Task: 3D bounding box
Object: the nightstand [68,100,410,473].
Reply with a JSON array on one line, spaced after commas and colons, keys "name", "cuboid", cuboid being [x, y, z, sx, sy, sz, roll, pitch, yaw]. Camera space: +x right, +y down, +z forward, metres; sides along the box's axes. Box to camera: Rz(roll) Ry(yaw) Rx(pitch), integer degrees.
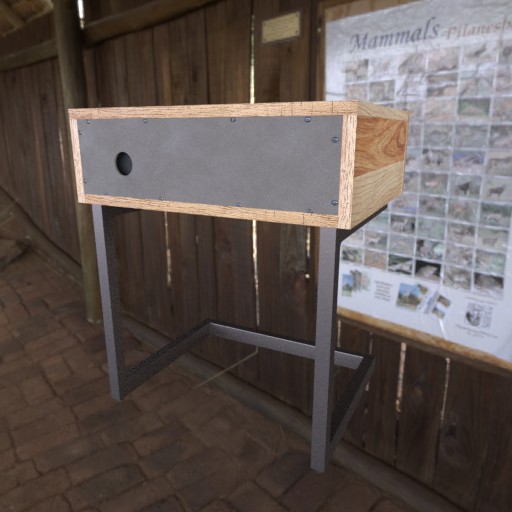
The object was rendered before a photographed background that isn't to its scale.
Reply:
[{"name": "nightstand", "cuboid": [0.000, 0.000, 1.012, 0.558, 0.632, 0.481, 8, 18, 26]}]
